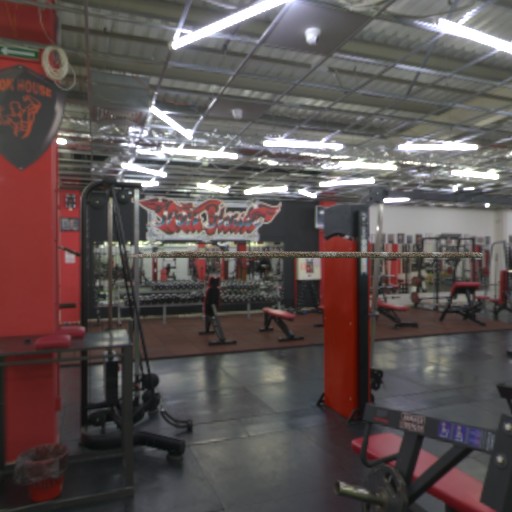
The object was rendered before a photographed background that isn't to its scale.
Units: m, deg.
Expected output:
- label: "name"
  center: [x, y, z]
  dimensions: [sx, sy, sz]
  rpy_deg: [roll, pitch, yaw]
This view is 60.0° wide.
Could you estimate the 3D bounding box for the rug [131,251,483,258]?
- label: "rug"
  center: [0.000, 0.000, 3.487]
  dimensions: [1.778, 0.030, 2.743]
  rpy_deg: [0, 0, -18]
